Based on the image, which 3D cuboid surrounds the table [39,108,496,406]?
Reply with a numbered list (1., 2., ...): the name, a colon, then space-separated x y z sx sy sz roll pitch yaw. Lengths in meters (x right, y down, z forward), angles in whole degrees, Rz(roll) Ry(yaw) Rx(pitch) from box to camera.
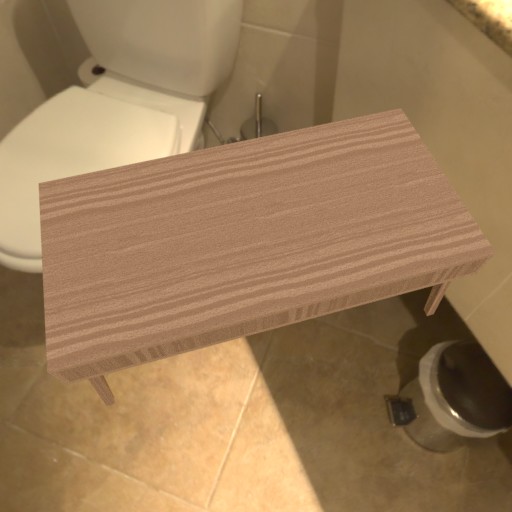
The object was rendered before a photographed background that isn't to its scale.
1. table: 0.000 0.000 1.473 1.200 0.450 0.600 -14 60 -8
